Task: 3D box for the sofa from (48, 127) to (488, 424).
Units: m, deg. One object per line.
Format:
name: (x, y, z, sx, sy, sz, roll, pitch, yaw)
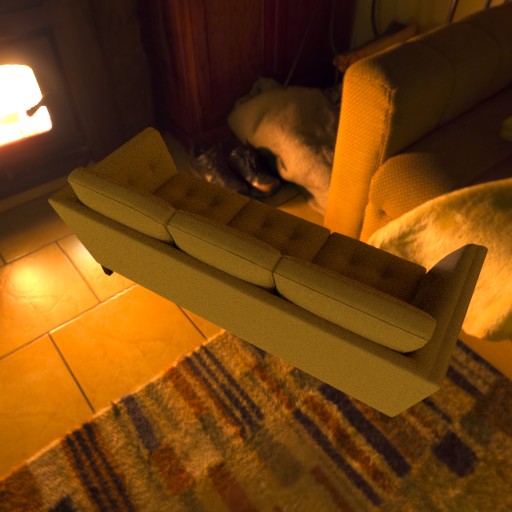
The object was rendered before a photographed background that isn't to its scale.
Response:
sofa: (0.000, 0.000, 2.769, 2.388, 0.940, 0.965, 24, 52, 20)
